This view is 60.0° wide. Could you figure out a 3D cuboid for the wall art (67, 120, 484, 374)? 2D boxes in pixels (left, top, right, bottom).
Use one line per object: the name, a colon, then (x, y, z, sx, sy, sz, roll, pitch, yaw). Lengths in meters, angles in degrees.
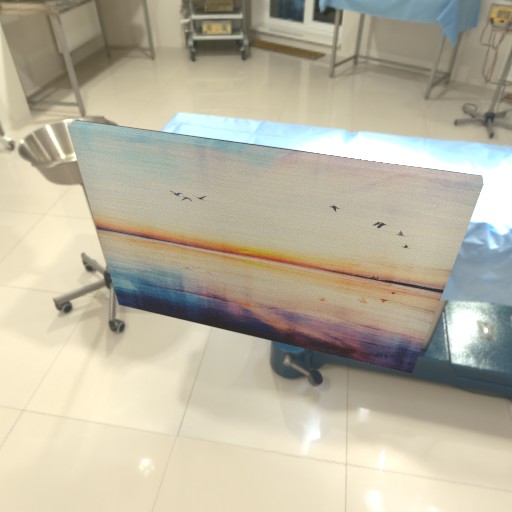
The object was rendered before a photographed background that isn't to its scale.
wall art: (0.000, 0.000, 1.144, 0.911, 0.605, 0.037, 11, 42, 13)
